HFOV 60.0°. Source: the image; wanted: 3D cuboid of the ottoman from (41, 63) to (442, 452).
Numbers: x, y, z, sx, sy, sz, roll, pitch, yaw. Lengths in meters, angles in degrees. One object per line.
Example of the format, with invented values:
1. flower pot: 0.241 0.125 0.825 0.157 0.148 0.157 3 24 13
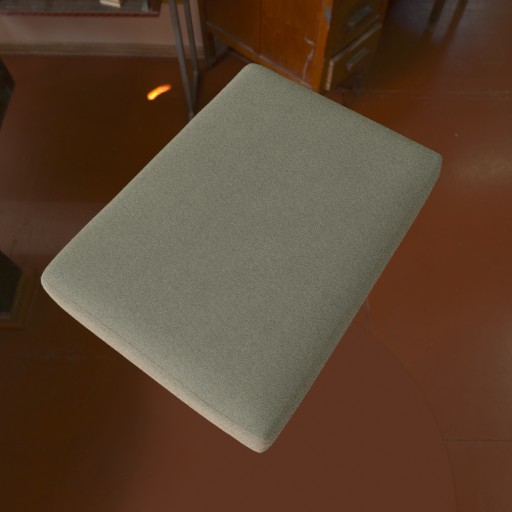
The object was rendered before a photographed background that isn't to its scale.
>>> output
1. ottoman: 0.000 0.000 1.125 0.569 0.504 0.773 32 68 15
